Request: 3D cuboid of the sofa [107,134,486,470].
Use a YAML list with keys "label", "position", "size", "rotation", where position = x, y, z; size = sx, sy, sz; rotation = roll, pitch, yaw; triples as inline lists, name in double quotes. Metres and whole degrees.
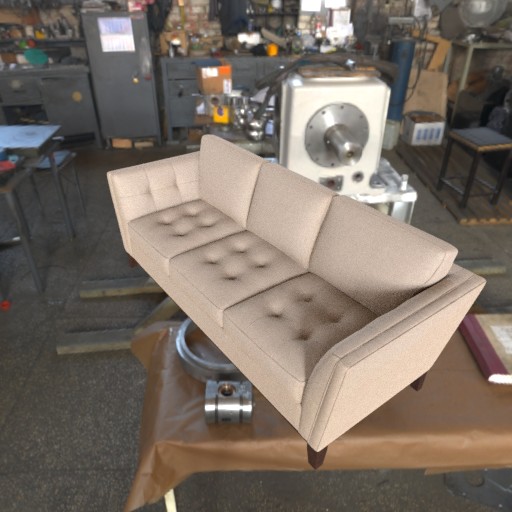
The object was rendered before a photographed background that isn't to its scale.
- label: "sofa"
  position: [0.000, 0.000, 2.820]
  size: [0.965, 0.940, 2.388]
  rotation: [-22, 38, -30]
